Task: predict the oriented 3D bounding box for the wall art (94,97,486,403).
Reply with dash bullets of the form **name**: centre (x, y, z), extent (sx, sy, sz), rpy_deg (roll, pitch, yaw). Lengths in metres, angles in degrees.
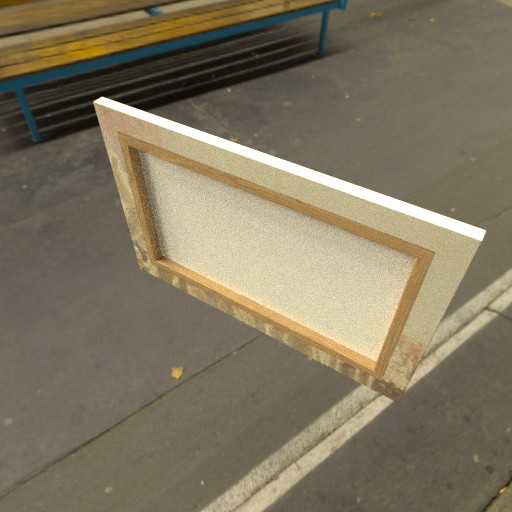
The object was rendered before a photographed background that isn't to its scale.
- **wall art**: centre (0.000, 0.000, 1.423), extent (1.142, 0.758, 0.041), rpy_deg (24, 51, 21)
